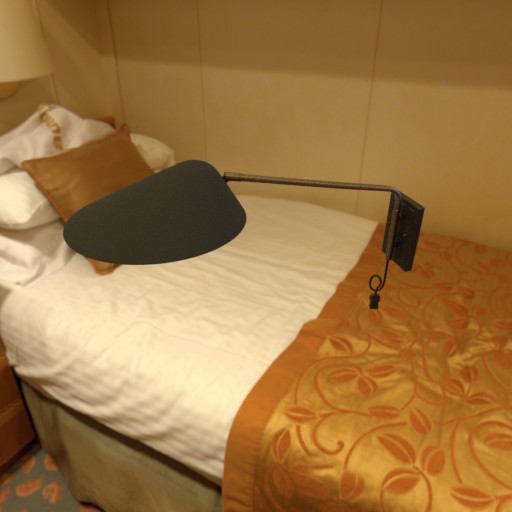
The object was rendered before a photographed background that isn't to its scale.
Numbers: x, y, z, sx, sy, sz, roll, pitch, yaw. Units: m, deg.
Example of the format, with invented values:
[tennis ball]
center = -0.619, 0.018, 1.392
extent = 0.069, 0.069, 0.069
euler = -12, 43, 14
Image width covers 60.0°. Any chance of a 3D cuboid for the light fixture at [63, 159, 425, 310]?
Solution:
[light fixture]
center = 0.000, 0.000, 0.673
extent = 0.516, 0.312, 0.240
euler = -9, 31, -14
